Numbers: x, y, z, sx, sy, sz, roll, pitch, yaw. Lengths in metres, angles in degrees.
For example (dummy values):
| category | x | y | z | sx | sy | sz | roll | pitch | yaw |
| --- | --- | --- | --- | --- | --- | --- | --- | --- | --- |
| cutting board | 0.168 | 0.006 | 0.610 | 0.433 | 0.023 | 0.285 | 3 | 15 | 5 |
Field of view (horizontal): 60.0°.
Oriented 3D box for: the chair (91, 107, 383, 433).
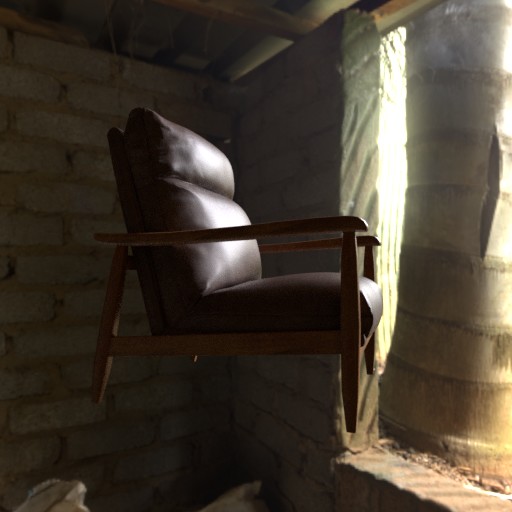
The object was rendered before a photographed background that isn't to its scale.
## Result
| category | x | y | z | sx | sy | sz | roll | pitch | yaw |
| --- | --- | --- | --- | --- | --- | --- | --- | --- | --- |
| chair | 0.000 | 0.000 | 1.528 | 0.830 | 0.897 | 0.782 | -1 | -2 | 18 |
